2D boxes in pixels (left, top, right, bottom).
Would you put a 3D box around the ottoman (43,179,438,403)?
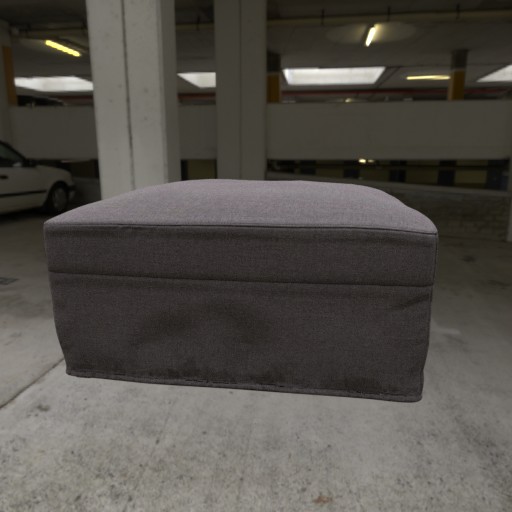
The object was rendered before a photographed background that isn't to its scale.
[{"bbox_3d":[0.000,0.000,1.320,0.840,0.436,0.843,2,13,8],"label":"ottoman"}]
